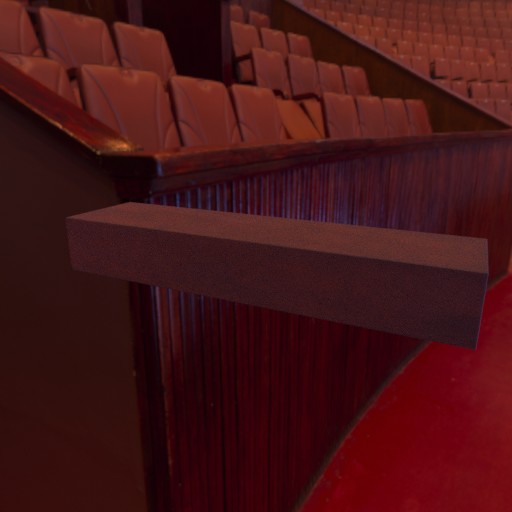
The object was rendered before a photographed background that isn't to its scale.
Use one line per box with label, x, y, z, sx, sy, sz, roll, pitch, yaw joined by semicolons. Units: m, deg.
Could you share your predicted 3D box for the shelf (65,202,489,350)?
shelf;0.000;0.000;0.661;0.607;0.088;0.152;8;19;25
